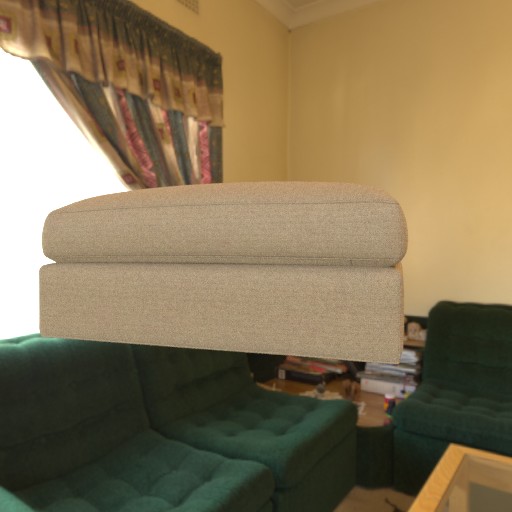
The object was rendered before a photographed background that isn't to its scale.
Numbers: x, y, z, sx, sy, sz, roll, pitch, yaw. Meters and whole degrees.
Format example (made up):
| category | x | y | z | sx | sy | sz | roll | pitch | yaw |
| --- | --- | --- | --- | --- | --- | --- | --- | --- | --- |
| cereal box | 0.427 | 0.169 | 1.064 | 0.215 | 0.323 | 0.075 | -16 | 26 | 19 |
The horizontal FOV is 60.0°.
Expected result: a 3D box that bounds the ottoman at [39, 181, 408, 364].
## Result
| category | x | y | z | sx | sy | sz | roll | pitch | yaw |
| --- | --- | --- | --- | --- | --- | --- | --- | --- | --- |
| ottoman | 0.000 | 0.000 | 1.624 | 1.041 | 0.470 | 1.041 | 0 | 1 | 18 |
